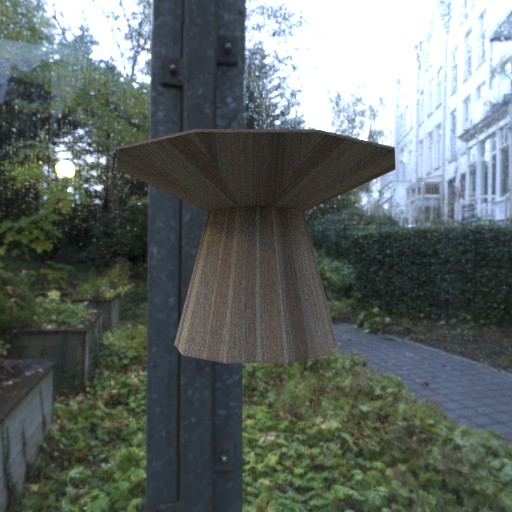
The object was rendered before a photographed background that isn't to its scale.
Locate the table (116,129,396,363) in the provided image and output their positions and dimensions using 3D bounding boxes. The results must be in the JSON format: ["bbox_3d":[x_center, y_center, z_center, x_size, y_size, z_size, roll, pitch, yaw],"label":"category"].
[{"bbox_3d":[0.000,0.000,1.881,1.186,0.752,1.186,0,0,0],"label":"table"}]
